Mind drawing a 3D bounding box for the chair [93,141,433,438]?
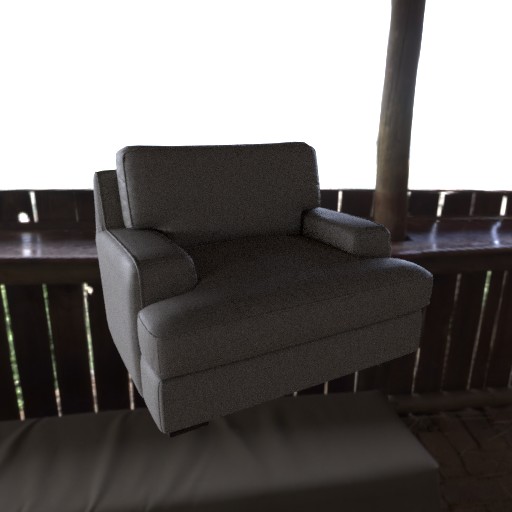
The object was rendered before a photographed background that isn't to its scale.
[{"bbox_3d":[0.000,0.000,2.024,1.270,0.974,1.043,-9,19,-27],"label":"chair"}]
